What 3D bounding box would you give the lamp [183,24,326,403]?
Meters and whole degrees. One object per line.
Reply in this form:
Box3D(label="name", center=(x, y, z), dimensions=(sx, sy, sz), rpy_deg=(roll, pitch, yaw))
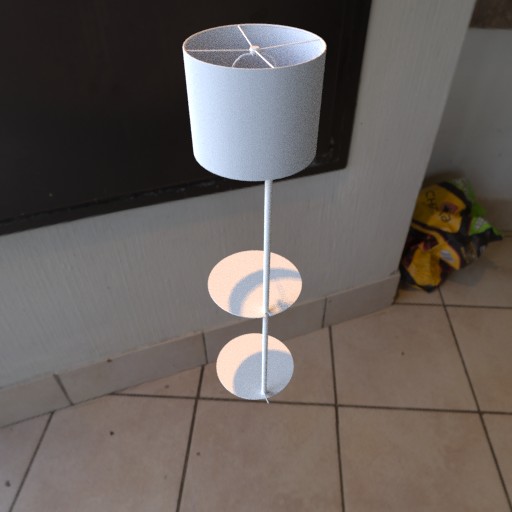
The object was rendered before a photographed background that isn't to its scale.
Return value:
Box3D(label="lamp", center=(0.000, 0.000, 1.635), dimensions=(0.372, 1.465, 0.405), rpy_deg=(-10, 43, -11))
